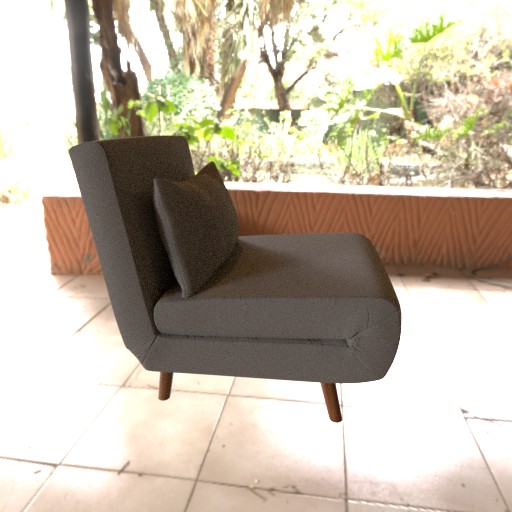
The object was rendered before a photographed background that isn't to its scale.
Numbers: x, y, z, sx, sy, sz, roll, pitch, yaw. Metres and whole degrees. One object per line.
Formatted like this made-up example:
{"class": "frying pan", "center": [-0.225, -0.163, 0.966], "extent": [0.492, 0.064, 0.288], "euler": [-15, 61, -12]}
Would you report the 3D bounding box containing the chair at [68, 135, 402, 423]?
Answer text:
{"class": "chair", "center": [0.000, 0.000, 1.547], "extent": [0.902, 0.808, 0.770], "euler": [2, 16, 7]}
